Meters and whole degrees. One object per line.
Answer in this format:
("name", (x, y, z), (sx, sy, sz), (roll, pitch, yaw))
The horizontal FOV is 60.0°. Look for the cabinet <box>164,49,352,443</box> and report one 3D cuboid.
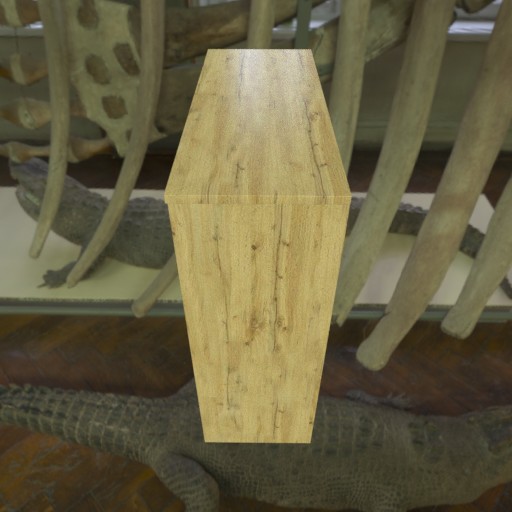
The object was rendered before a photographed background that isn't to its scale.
("cabinet", (0.000, 0.000, 1.967), (0.473, 1.397, 1.168), (0, 41, 0))
